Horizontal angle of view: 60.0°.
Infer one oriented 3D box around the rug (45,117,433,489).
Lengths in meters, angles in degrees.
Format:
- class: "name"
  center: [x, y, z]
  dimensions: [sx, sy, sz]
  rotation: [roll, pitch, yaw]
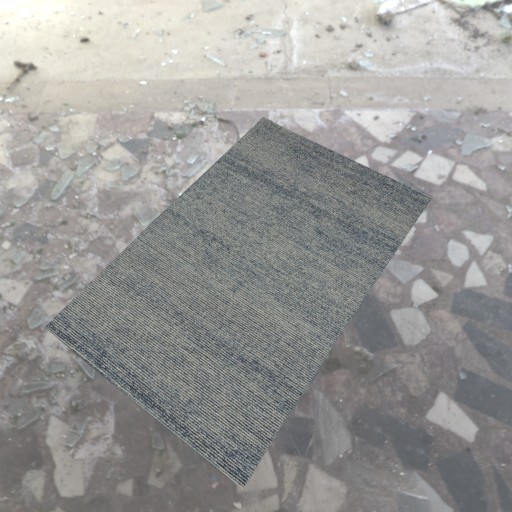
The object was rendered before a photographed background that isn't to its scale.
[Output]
- class: "rug"
  center: [0.000, 0.000, 2.251]
  dimensions: [1.145, 0.021, 1.777]
  rotation: [31, 63, 18]
